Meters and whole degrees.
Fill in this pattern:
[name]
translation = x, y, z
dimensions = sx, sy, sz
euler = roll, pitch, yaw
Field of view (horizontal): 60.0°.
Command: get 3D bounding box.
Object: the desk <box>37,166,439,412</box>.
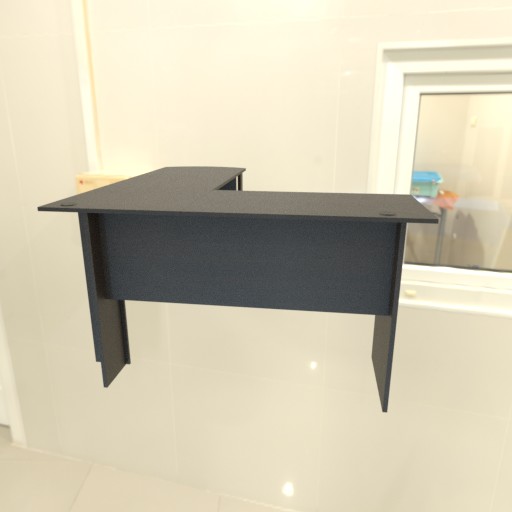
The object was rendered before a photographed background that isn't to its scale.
[desk]
translation = 0.000, 0.000, 2.164
dimensions = 1.303, 0.716, 1.361
euler = 2, 18, 8
